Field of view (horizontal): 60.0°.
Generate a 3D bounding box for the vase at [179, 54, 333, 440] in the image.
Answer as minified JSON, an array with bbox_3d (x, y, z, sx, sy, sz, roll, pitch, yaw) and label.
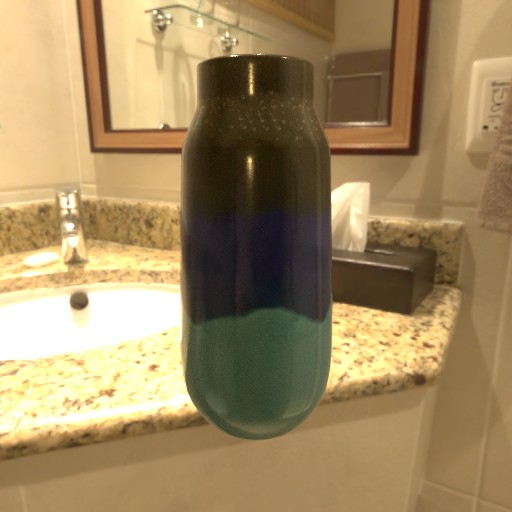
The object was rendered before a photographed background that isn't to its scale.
[{"bbox_3d":[0.000,0.000,0.389,0.139,0.313,0.139,0,14,0],"label":"vase"}]
